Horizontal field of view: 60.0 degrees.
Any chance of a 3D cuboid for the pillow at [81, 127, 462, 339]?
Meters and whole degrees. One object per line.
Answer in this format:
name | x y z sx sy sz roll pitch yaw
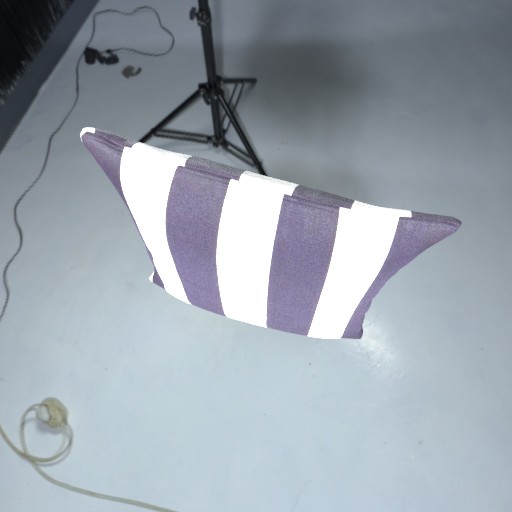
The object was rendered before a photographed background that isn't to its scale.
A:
pillow | 0.000 0.000 0.819 0.536 0.526 0.189 14 65 7
